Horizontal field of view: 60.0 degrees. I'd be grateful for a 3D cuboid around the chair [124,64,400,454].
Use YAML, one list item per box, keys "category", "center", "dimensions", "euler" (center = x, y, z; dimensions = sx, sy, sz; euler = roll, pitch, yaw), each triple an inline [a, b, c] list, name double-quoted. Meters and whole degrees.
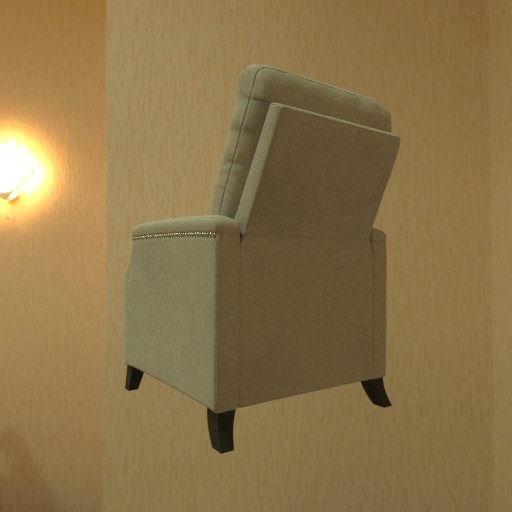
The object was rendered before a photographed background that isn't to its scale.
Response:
- category: "chair"
  center: [0.000, 0.000, 1.627]
  dimensions: [0.710, 1.049, 0.922]
  euler: [1, -2, -35]
